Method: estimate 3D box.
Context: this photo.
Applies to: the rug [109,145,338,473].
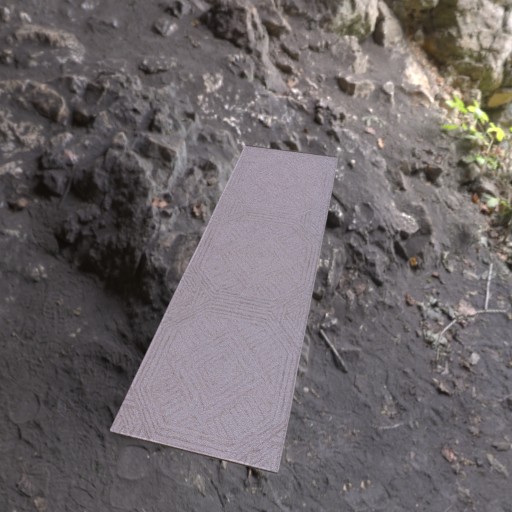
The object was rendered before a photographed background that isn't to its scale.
[{"bbox_3d":[0.000,0.000,2.754,0.775,0.012,2.452,10,46,9],"label":"rug"}]
